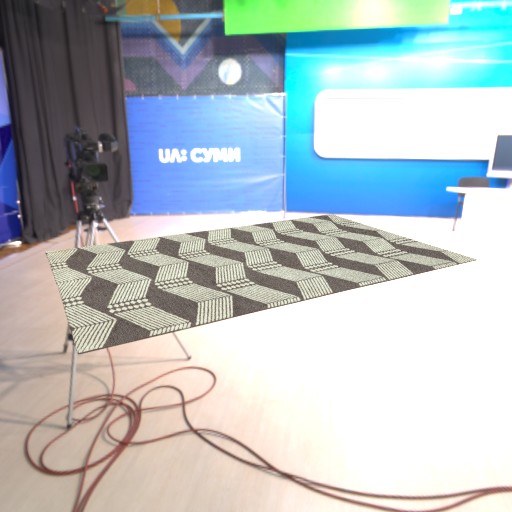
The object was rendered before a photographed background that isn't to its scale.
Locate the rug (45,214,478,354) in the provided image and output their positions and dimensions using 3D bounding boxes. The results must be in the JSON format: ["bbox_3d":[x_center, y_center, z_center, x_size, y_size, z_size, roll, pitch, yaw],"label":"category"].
[{"bbox_3d":[0.000,0.000,2.934,2.435,0.011,1.517,-10,20,-27],"label":"rug"}]
